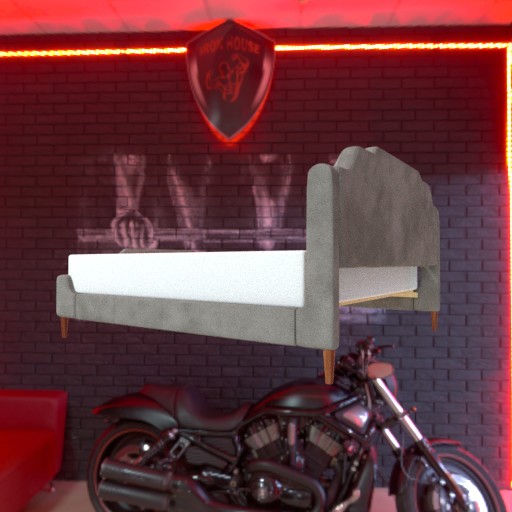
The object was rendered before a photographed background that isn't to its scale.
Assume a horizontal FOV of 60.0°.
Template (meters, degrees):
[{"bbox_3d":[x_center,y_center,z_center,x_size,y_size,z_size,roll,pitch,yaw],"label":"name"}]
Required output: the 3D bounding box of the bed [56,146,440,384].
[{"bbox_3d":[0.000,0.000,3.564,2.340,1.245,2.074,-1,-1,35],"label":"bed"}]
